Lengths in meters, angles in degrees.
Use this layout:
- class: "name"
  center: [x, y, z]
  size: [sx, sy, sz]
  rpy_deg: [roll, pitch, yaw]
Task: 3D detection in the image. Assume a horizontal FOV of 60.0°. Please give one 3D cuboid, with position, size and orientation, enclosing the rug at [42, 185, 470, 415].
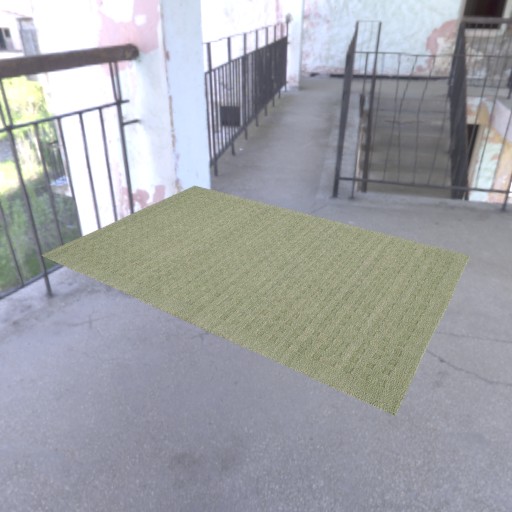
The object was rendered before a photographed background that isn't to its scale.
- class: "rug"
  center: [0.000, 0.000, 2.150]
  size: [1.747, 0.006, 1.143]
  rpy_deg: [18, 34, 29]
